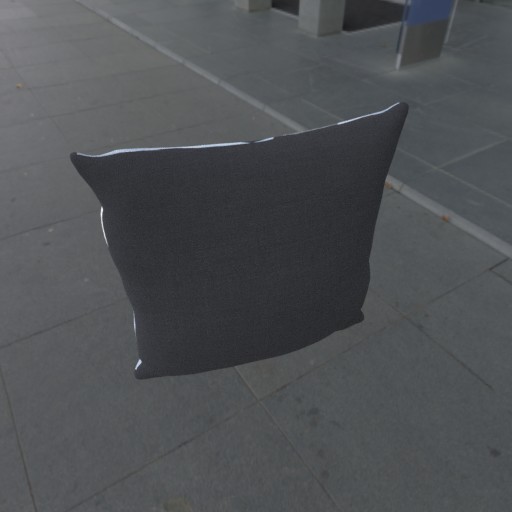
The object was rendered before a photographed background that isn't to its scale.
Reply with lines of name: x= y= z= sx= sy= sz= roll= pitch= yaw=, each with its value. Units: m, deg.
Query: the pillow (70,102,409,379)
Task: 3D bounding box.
pillow: x=0.000 y=0.000 z=0.776 sx=0.503 sy=0.496 sz=0.208 roll=-12 pitch=42 yaw=-14
